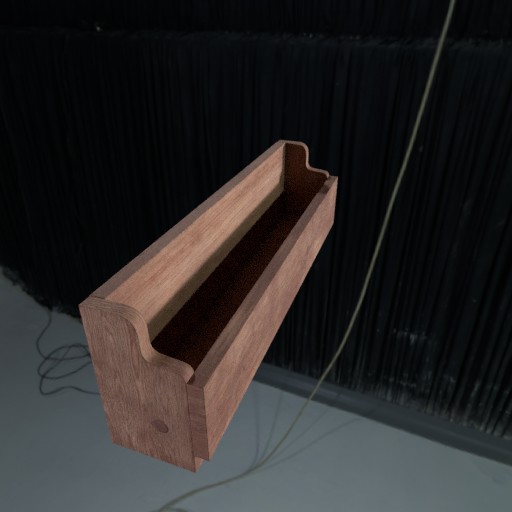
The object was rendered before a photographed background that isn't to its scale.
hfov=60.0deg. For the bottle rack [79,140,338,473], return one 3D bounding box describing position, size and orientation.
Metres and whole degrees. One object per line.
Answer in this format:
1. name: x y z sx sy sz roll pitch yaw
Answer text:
1. bottle rack: 0.000 0.000 0.690 0.126 0.196 0.608 11 32 18
